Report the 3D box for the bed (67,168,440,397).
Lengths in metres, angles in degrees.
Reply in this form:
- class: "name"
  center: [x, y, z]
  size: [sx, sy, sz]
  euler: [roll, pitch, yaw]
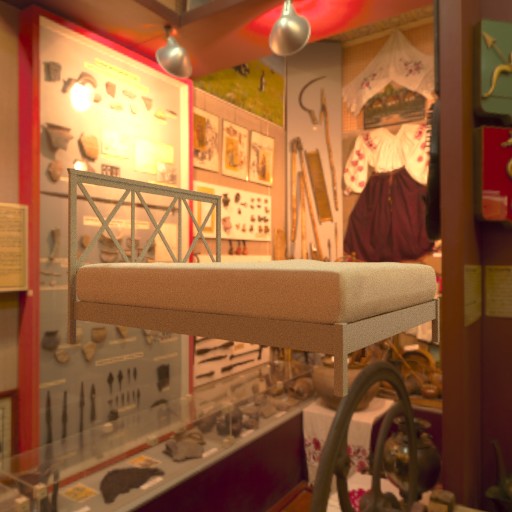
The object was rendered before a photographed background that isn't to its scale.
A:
- class: "bed"
  center: [0.000, 0.000, 3.212]
  size: [2.135, 1.253, 1.673]
  euler: [0, -1, 36]
